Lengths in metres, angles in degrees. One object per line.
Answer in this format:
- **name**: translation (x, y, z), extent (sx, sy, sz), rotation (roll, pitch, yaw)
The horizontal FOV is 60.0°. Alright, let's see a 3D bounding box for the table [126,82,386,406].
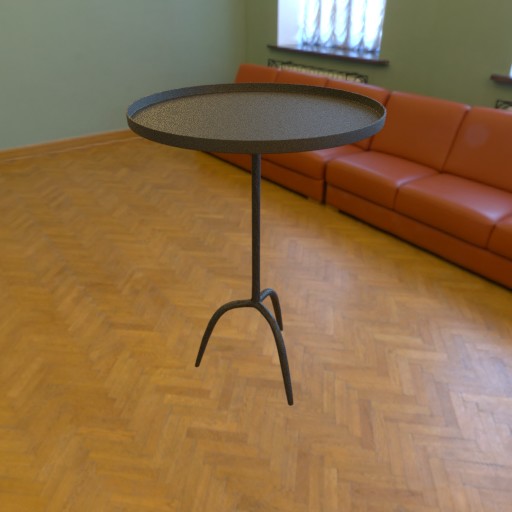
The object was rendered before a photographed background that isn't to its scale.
- **table**: translation (0.000, 0.000, 1.060), extent (0.502, 0.700, 0.502), rotation (-22, 37, -32)
